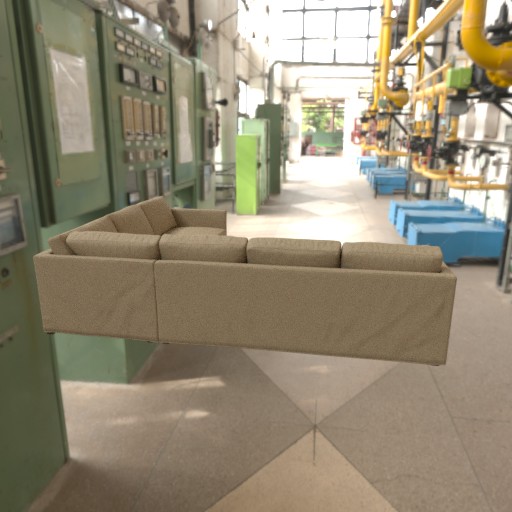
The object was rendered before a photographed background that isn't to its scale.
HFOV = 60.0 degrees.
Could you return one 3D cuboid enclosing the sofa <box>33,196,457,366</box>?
[{"bbox_3d":[0.000,0.000,4.440,3.182,0.871,2.432,3,16,9],"label":"sofa"}]
